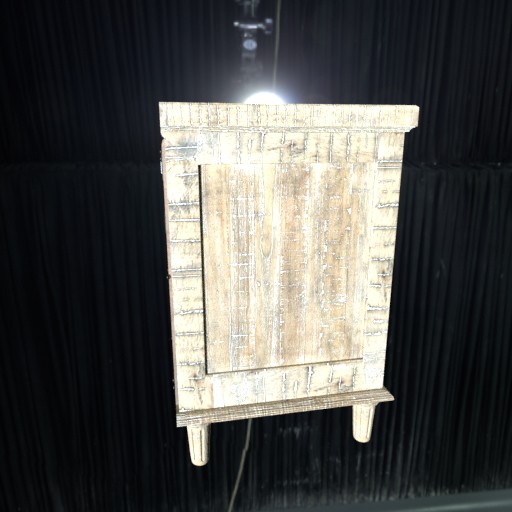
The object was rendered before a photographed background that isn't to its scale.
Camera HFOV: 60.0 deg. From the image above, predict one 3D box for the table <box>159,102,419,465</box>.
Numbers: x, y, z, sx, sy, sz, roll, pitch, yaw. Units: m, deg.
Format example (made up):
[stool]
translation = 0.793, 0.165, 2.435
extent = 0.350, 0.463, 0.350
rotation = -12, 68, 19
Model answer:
[table]
translation = 0.000, 0.000, 1.153
extent = 0.457, 0.711, 0.686
rotation = -3, 16, -11
